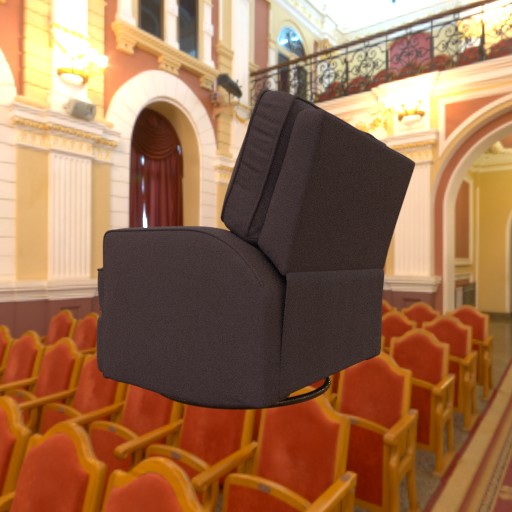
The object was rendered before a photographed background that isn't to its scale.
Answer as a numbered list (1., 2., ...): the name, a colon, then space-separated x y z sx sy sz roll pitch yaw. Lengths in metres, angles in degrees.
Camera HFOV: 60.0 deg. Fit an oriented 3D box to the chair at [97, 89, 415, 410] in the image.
1. chair: 0.000 0.000 1.668 0.964 0.962 0.861 0 -1 37
